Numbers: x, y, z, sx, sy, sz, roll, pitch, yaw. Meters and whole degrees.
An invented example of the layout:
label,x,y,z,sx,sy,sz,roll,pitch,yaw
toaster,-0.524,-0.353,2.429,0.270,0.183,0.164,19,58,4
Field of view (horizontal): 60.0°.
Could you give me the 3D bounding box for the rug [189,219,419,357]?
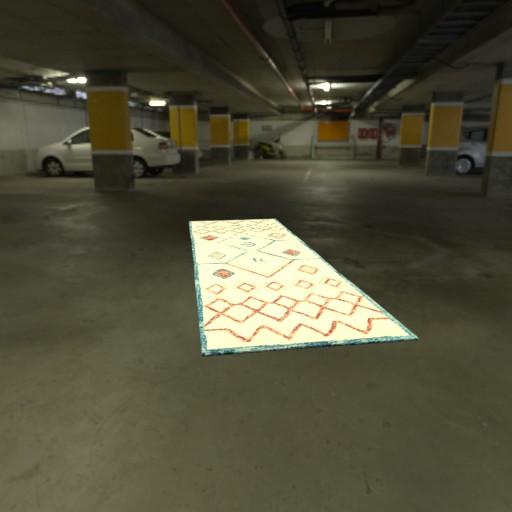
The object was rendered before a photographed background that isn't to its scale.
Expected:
label,x,y,z,sx,sy,sz,roll,pitch,yaw
rug,0.000,0.000,2.638,0.750,0.011,2.435,-2,15,-9
